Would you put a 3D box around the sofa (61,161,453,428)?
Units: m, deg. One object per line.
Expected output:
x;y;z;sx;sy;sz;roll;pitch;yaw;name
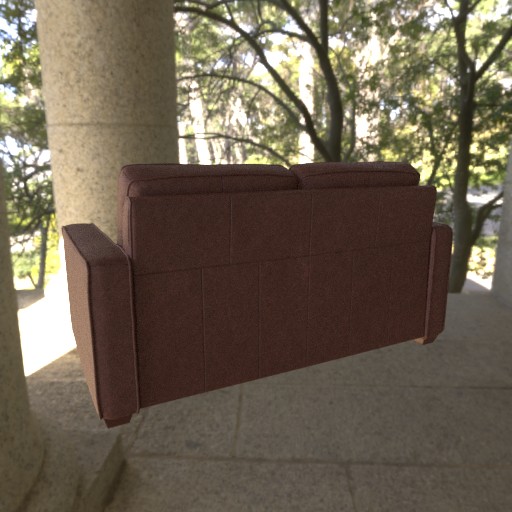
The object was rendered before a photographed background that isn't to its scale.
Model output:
0.000;0.000;2.196;1.709;0.918;0.947;-6;14;-27;sofa
